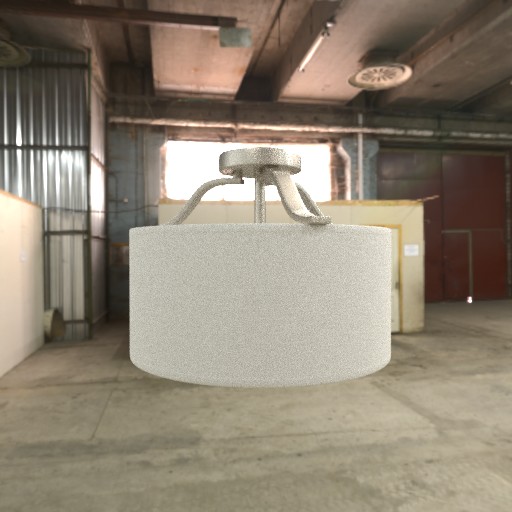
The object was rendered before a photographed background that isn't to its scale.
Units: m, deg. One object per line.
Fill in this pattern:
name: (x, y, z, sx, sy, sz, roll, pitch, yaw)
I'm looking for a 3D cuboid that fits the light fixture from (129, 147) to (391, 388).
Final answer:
light fixture: (0.000, 0.000, 0.677, 0.395, 0.304, 0.395, 0, 1, 0)
